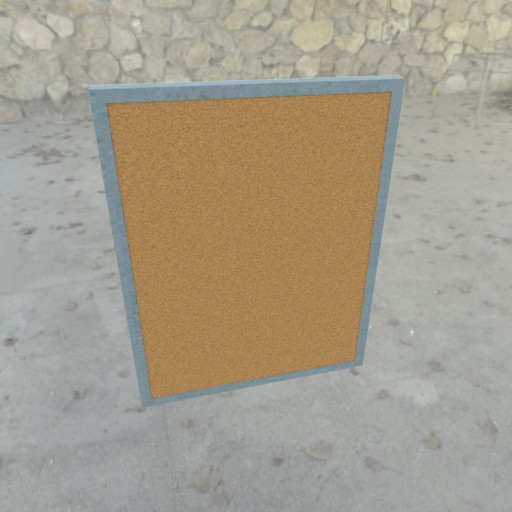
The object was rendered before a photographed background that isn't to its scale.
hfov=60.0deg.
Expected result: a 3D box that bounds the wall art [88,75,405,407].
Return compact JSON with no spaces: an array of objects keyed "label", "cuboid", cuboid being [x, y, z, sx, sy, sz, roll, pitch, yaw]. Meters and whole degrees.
[{"label":"wall art","cuboid":[0.000,0.000,0.690,0.409,0.509,0.037,-7,29,-13]}]
